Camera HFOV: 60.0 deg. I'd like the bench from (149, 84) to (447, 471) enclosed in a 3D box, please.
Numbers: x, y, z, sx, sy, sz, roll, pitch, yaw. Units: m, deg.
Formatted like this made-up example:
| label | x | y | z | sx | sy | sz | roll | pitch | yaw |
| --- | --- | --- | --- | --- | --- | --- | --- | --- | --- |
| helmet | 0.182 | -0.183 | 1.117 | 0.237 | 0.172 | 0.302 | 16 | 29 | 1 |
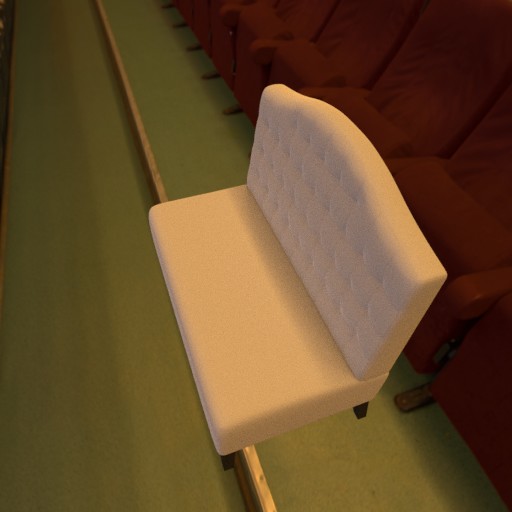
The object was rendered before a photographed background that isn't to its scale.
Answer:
| label | x | y | z | sx | sy | sz | roll | pitch | yaw |
| --- | --- | --- | --- | --- | --- | --- | --- | --- | --- |
| bench | 0.000 | 0.000 | 2.012 | 0.815 | 1.180 | 1.335 | -15 | 49 | -14 |
